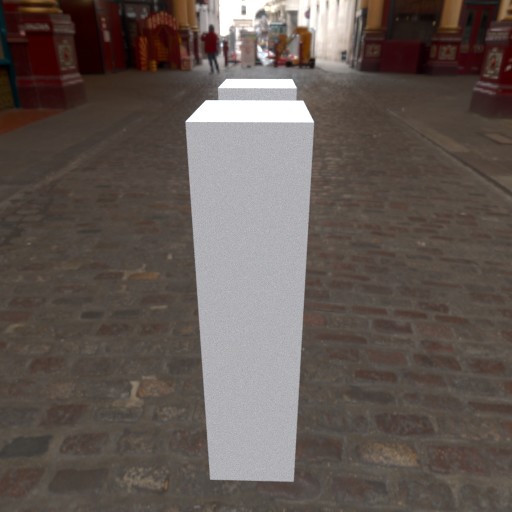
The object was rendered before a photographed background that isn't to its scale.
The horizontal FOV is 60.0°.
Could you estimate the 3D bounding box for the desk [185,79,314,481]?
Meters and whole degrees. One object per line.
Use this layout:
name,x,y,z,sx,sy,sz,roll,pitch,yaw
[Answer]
desk,0.000,0.000,2.890,0.480,2.000,1.770,1,27,1
